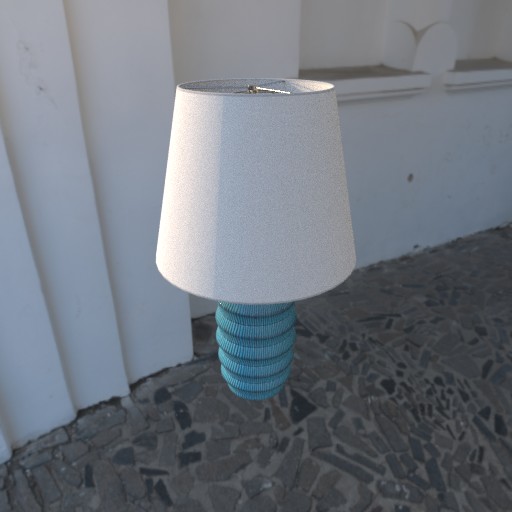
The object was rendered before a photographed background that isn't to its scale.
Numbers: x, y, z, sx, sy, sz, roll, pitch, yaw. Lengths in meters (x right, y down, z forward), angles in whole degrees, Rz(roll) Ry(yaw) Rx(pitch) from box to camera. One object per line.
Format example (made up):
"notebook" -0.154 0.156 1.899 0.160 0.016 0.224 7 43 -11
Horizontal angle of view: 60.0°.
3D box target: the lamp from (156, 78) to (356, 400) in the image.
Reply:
"lamp" 0.000 0.000 0.805 0.355 0.582 0.355 0 26 0
